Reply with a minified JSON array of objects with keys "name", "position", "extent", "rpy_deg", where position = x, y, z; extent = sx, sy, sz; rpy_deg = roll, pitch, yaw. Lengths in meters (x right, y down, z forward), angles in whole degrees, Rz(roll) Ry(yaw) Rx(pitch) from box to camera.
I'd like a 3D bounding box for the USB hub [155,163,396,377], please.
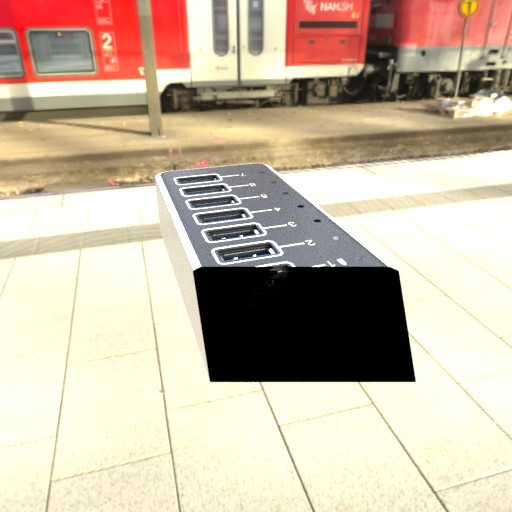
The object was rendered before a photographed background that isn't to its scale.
[{"name":"USB hub","position":[0.000,0.000,0.129],"extent":[0.044,0.023,0.110],"rpy_deg":[-9,29,-16]}]
